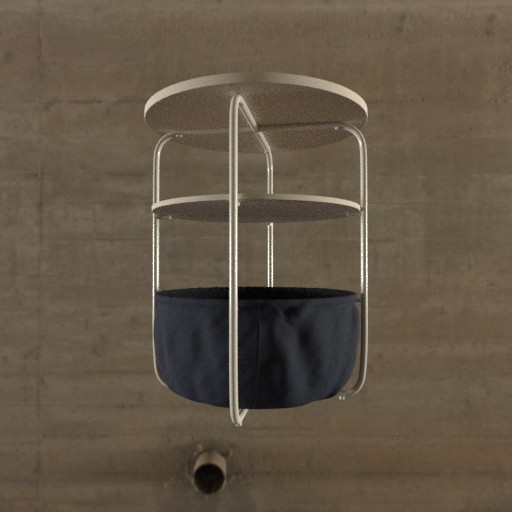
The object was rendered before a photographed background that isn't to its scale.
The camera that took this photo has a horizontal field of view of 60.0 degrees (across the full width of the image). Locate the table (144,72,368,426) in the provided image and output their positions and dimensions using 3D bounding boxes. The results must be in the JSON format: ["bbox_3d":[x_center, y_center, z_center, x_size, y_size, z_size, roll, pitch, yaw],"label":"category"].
[{"bbox_3d":[0.000,0.000,0.854,0.418,0.532,0.418,1,-1,-35],"label":"table"}]
